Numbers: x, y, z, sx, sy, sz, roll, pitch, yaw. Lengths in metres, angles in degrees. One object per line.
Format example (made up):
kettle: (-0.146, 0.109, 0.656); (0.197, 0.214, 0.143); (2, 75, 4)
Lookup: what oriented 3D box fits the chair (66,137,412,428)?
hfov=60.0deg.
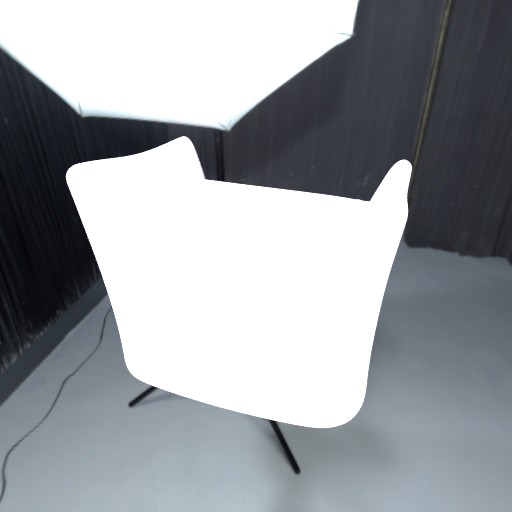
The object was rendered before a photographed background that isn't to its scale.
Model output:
chair: (0.000, 0.000, 1.306); (0.790, 0.720, 0.700); (10, 34, 15)
